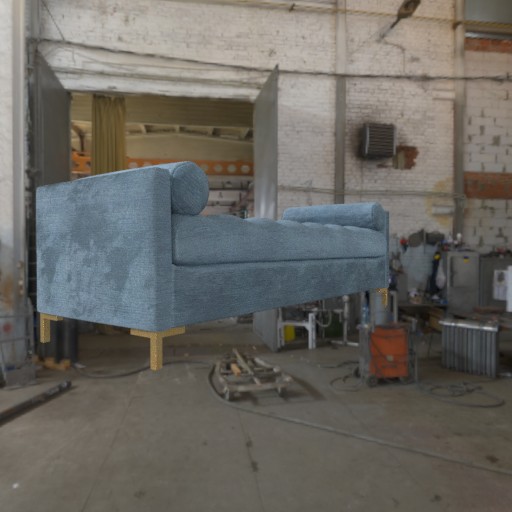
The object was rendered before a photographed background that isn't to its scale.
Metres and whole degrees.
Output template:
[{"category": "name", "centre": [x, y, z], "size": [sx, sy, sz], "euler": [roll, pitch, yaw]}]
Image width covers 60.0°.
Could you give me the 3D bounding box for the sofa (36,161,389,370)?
[{"category": "sofa", "centre": [0.000, 0.000, 2.467], "size": [0.796, 0.705, 2.102], "euler": [1, 1, 37]}]
